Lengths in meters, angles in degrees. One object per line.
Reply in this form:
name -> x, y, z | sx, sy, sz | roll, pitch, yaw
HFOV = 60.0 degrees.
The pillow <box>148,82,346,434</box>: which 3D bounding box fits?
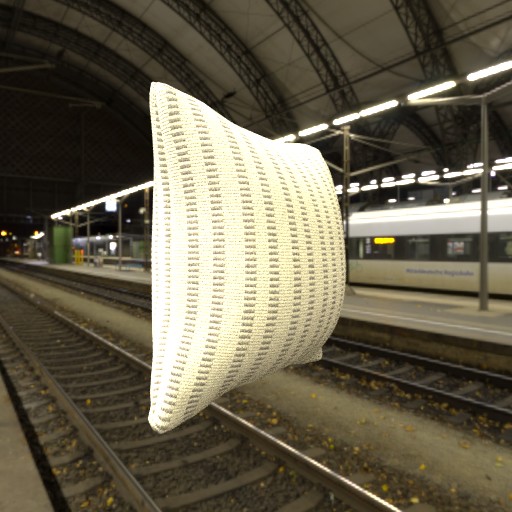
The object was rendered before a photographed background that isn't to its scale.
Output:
pillow -> 0.000, 0.000, 0.701 | 0.247, 0.419, 0.438 | 1, 1, 34
